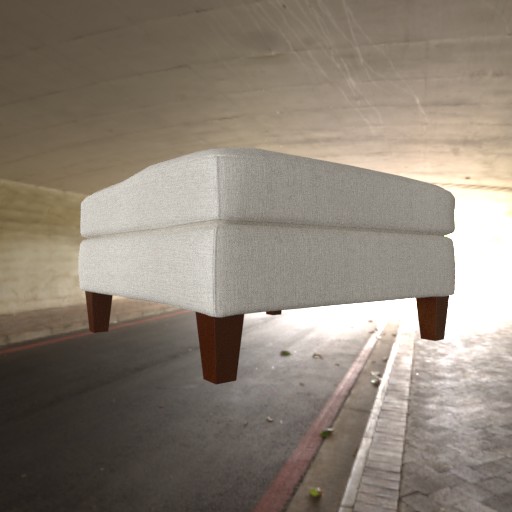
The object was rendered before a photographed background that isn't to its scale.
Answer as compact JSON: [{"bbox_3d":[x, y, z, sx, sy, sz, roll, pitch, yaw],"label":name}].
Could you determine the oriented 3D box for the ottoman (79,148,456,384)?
[{"bbox_3d":[0.000,0.000,1.343,0.838,0.478,0.838,0,-1,-37],"label":"ottoman"}]
